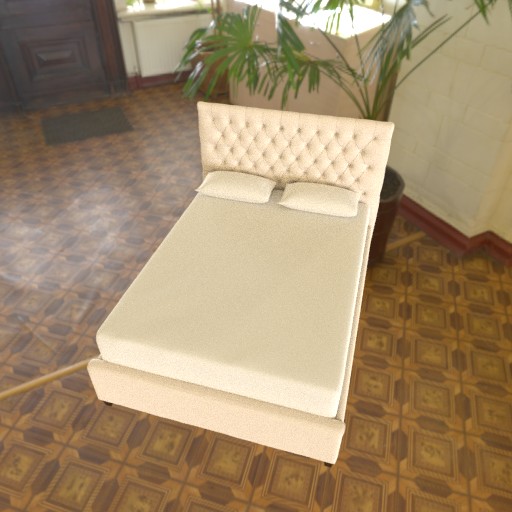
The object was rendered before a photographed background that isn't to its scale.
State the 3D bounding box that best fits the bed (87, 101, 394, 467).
[{"bbox_3d":[0.000,0.000,3.361,1.696,1.426,2.233,10,41,12],"label":"bed"}]
